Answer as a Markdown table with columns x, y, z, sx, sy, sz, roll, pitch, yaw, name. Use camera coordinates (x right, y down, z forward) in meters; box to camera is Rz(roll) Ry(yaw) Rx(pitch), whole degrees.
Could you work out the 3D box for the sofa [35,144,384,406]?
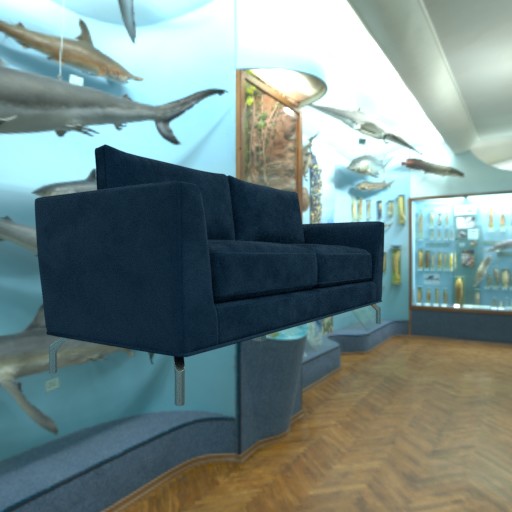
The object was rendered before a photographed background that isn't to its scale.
| x | y | z | sx | sy | sz | roll | pitch | yaw | name |
| --- | --- | --- | --- | --- | --- | --- | --- | --- | --- |
| 0.000 | 0.000 | 2.590 | 0.853 | 0.998 | 2.212 | 0 | 0 | 33 | sofa |
